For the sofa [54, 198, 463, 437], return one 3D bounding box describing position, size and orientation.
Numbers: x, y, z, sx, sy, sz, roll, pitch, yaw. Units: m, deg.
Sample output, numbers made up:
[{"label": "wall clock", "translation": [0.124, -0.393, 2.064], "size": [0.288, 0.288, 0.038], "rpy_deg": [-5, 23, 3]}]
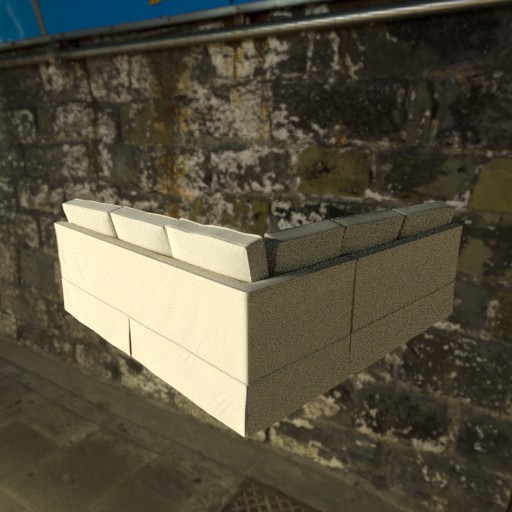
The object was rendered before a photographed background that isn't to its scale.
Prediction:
[{"label": "sofa", "translation": [0.000, 0.000, 3.995], "size": [2.591, 1.070, 2.597], "rpy_deg": [-14, 20, -42]}]
